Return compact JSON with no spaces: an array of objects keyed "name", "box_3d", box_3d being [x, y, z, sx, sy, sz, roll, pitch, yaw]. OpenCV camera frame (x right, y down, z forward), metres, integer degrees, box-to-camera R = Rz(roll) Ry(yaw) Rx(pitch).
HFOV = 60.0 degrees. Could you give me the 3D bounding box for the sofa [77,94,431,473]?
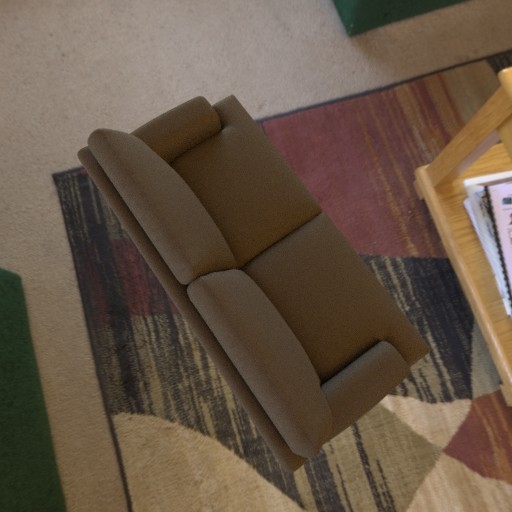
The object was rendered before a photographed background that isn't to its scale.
[{"name":"sofa","box_3d":[0.000,0.000,2.827,1.140,0.950,2.271,-34,79,-8]}]
